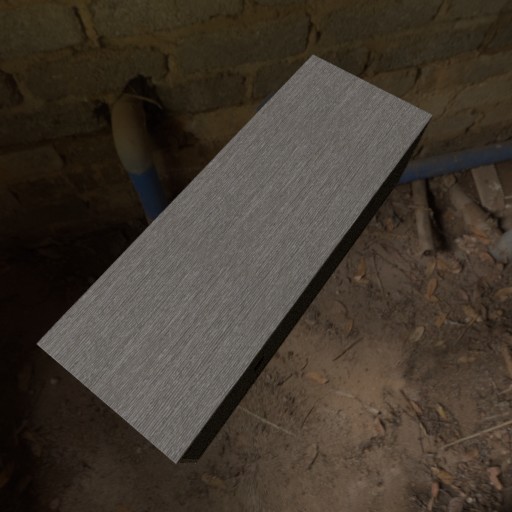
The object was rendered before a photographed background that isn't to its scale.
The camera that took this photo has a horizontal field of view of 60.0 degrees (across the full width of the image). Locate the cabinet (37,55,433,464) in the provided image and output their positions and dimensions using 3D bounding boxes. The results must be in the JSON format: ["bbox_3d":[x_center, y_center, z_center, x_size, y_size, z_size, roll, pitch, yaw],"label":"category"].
[{"bbox_3d":[0.000,0.000,1.582,0.500,0.599,1.300,34,69,15],"label":"cabinet"}]
